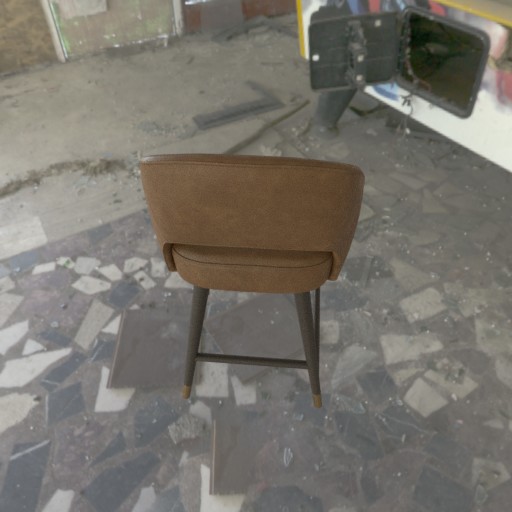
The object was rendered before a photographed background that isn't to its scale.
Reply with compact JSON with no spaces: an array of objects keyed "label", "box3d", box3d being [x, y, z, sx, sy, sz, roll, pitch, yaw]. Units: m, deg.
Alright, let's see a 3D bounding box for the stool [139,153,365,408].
[{"label":"stool","box3d":[0.000,0.000,1.229,0.494,0.940,0.509,3,45,3]}]
